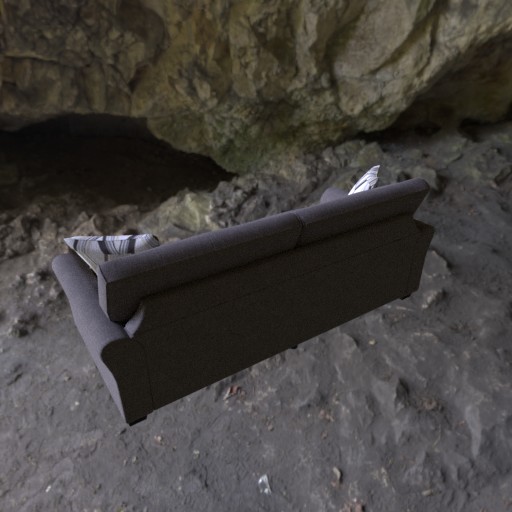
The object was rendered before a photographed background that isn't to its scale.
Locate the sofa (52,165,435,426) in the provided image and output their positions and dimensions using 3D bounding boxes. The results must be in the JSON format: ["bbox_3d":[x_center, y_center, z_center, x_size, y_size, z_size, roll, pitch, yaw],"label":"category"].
[{"bbox_3d":[0.000,0.000,2.552,2.032,0.813,0.889,-18,33,-29],"label":"sofa"}]
